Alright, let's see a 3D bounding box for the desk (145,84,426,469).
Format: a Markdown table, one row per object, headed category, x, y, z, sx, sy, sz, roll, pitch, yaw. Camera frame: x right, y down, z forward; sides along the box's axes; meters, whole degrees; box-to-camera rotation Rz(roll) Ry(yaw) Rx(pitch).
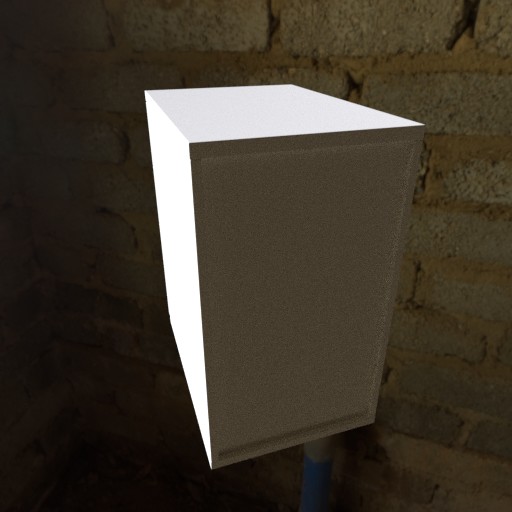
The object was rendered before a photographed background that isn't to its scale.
| category | x | y | z | sx | sy | sz | roll | pitch | yaw |
| --- | --- | --- | --- | --- | --- | --- | --- | --- | --- |
| desk | 0.000 | 0.000 | 1.111 | 0.404 | 0.730 | 0.600 | -9 | 29 | -16 |
